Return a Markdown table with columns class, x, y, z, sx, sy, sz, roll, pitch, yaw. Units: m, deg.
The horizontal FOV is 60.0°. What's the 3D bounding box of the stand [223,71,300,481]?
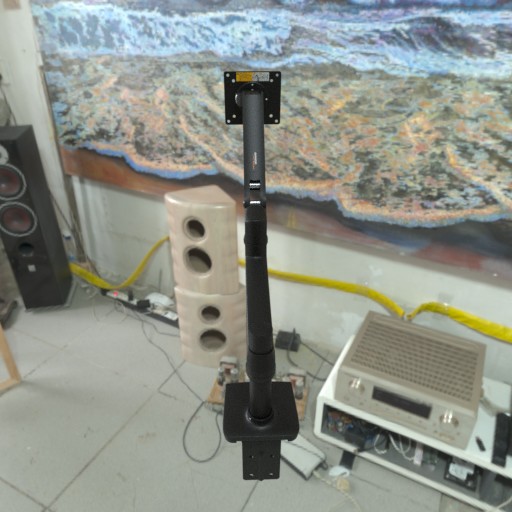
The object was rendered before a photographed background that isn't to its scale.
| class | x | y | z | sx | sy | sz | roll | pitch | yaw |
| --- | --- | --- | --- | --- | --- | --- | --- | --- | --- |
| stand | 0.000 | 0.000 | 1.025 | 0.152 | 0.713 | 0.650 | -1 | 30 | -2 |
